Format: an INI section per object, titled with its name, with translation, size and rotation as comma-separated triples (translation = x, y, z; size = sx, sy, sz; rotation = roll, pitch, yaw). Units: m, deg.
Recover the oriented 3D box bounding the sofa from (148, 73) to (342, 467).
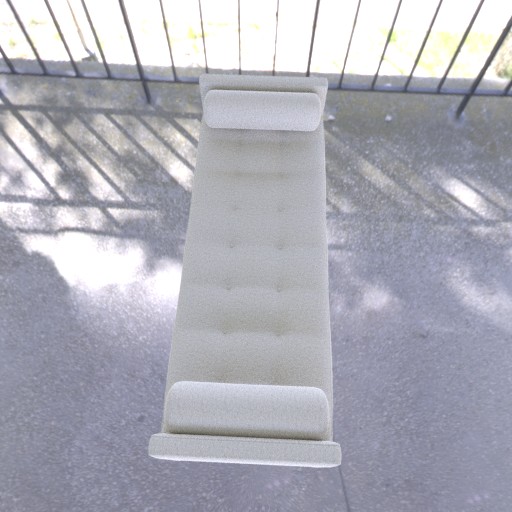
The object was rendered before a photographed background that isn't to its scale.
[sofa]
translation = 0.000, 0.000, 2.333
size = 0.746, 0.641, 1.985
rotation = 2, 64, 1
